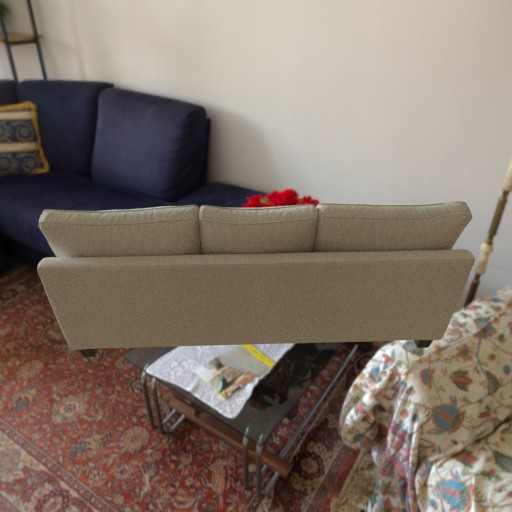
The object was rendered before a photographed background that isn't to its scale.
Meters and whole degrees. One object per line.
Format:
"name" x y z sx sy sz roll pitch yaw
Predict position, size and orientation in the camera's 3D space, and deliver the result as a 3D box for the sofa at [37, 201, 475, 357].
"sofa" 0.000 0.000 2.863 2.323 0.991 1.016 -1 32 -2
